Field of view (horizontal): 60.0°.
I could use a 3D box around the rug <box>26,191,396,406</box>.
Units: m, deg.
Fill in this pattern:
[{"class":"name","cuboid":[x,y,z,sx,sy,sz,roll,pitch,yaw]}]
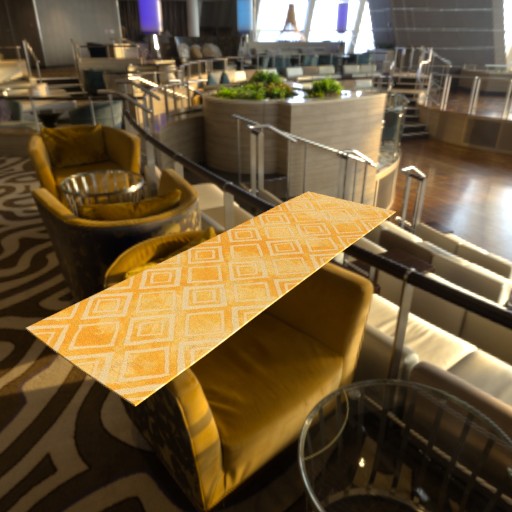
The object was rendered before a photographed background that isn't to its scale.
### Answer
[{"class":"rug","cuboid":[0.000,0.000,2.649,0.775,0.010,2.438,19,32,33]}]
